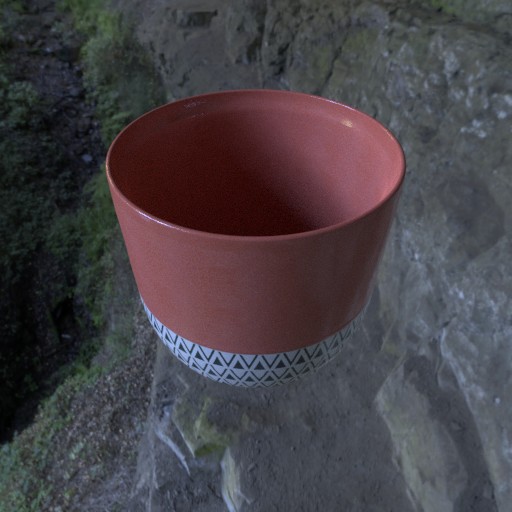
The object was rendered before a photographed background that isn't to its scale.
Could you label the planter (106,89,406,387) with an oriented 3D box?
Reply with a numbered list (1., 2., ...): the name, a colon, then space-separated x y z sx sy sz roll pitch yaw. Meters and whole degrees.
1. planter: 0.000 0.000 0.492 0.266 0.270 0.266 0 42 0
